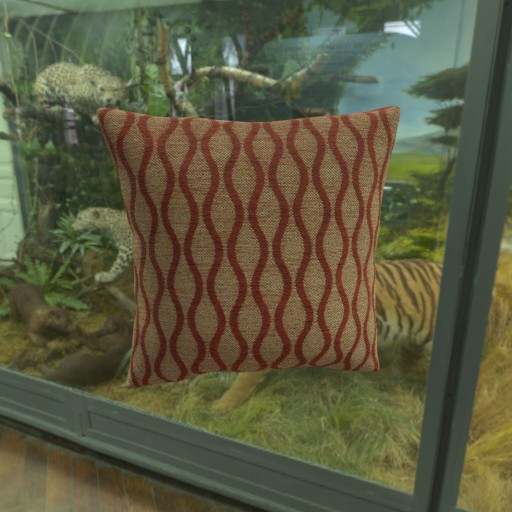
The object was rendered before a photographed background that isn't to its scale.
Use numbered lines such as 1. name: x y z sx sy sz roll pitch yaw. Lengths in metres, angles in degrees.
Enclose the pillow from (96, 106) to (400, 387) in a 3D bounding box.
1. pillow: 0.000 0.000 0.674 0.429 0.434 0.159 -2 17 -7
